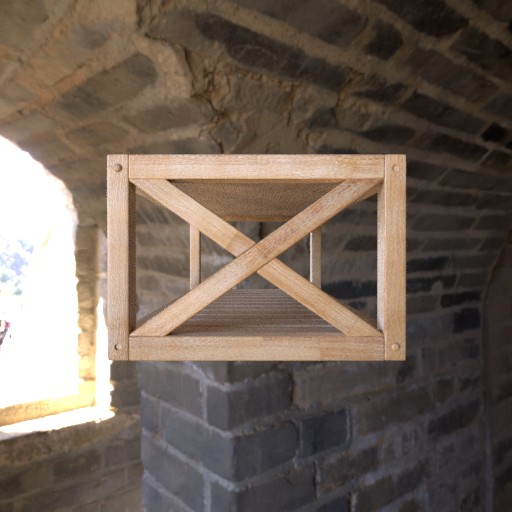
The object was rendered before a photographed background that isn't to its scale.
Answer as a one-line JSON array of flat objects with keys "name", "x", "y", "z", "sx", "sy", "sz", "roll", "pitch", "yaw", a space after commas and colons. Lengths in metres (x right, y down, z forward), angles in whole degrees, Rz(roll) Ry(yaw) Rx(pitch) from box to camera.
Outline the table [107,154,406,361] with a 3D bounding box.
[{"name": "table", "x": 0.000, "y": 0.000, "z": 1.630, "sx": 0.660, "sy": 0.457, "sz": 1.321, "roll": 0, "pitch": 0, "yaw": 0}]
